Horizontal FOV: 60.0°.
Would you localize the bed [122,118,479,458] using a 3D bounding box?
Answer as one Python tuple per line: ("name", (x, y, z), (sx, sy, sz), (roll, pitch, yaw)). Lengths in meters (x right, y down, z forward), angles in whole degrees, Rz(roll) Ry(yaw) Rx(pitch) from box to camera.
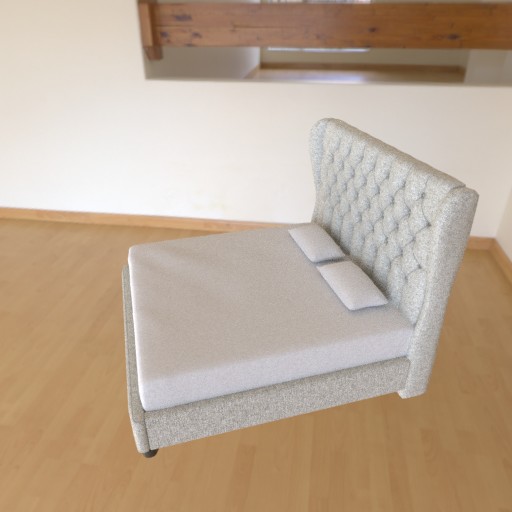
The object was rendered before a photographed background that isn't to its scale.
("bed", (0.000, 0.000, 3.824), (2.347, 1.771, 2.219), (-8, 31, -14))
